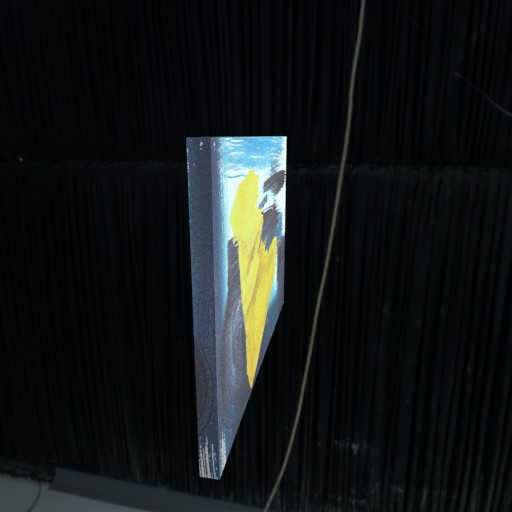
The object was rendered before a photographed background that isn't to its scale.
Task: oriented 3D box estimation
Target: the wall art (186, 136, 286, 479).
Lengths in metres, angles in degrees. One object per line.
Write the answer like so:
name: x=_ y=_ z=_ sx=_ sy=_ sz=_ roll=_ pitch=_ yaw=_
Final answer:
wall art: x=0.000 y=0.000 z=1.174 sx=0.039 sy=0.610 sz=0.914 roll=3 pitch=15 yaw=10
